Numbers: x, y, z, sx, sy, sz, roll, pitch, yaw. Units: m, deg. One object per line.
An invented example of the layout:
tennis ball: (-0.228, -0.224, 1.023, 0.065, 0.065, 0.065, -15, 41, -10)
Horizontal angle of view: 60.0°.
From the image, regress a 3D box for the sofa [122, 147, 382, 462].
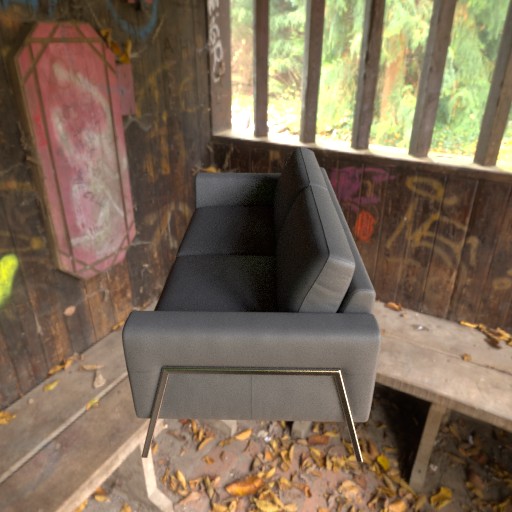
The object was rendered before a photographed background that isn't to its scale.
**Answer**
sofa: (0.000, 0.000, 2.544, 0.953, 0.875, 2.017, 1, 27, 1)
